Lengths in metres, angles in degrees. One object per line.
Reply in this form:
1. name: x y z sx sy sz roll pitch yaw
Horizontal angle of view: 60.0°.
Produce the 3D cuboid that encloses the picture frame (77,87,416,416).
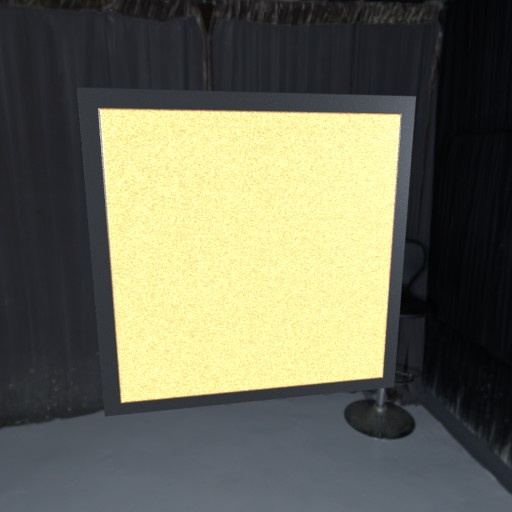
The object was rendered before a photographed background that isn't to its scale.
1. picture frame: 0.000 0.000 0.509 0.355 0.353 0.029 -2 13 -10
